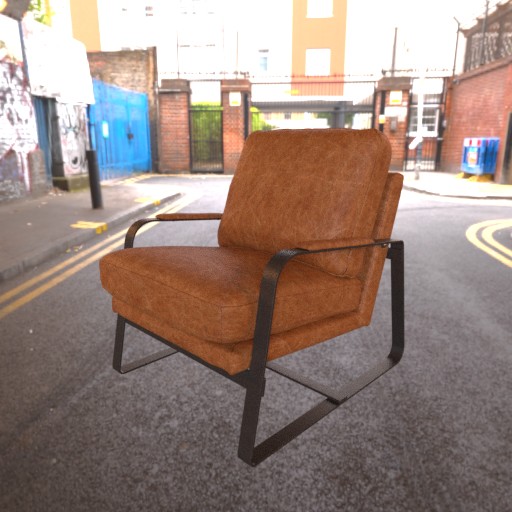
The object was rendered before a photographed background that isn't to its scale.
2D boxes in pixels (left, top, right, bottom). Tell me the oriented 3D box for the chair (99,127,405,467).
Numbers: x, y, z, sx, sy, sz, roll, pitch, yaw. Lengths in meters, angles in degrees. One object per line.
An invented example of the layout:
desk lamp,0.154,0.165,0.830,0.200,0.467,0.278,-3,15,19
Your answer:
chair,0.000,0.000,1.385,0.651,0.777,0.801,14,20,43
